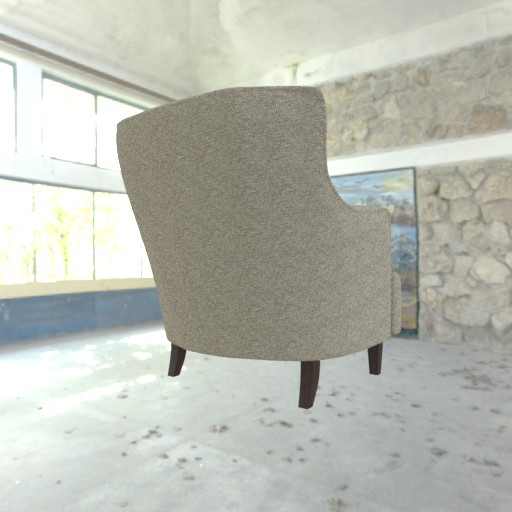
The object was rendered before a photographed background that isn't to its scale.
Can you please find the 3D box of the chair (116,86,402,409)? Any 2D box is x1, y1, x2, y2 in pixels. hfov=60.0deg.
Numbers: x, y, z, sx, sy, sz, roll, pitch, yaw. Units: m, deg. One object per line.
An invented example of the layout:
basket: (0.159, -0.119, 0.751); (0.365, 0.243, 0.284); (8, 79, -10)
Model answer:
chair: (0.000, 0.000, 1.656); (0.820, 0.920, 0.910); (0, 0, 37)
